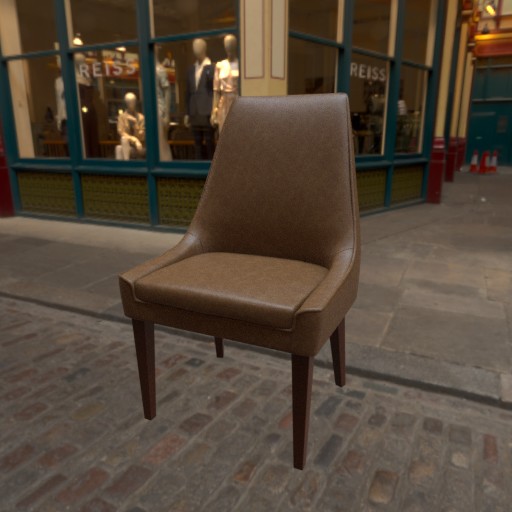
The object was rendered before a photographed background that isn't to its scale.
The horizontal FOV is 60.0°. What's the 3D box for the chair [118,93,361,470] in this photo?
[{"bbox_3d":[0.000,0.000,1.210,0.529,0.861,0.544,7,17,24],"label":"chair"}]
